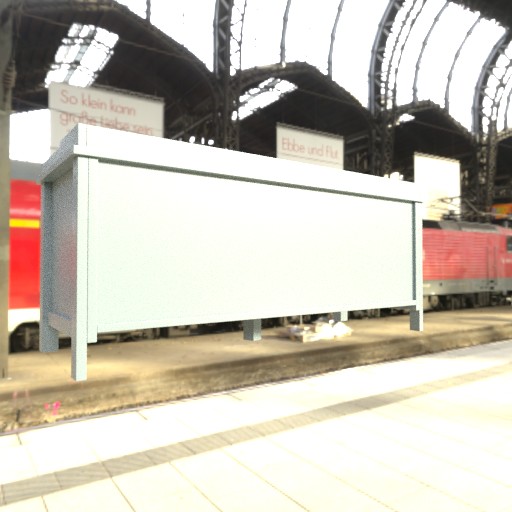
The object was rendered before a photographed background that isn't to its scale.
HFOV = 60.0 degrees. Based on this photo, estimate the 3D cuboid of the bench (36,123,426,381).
[{"bbox_3d":[0.000,0.000,1.334,1.140,0.501,0.398,1,-1,-36],"label":"bench"}]
